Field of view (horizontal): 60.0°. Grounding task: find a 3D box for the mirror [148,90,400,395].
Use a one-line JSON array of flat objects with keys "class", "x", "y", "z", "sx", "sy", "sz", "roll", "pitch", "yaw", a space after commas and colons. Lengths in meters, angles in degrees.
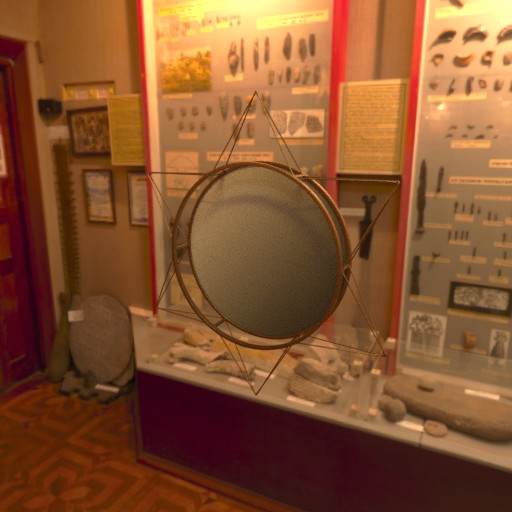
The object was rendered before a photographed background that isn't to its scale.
[{"class": "mirror", "x": 0.000, "y": 0.000, "z": 0.825, "sx": 0.498, "sy": 0.581, "sz": 0.062, "roll": 7, "pitch": 16, "yaw": 27}]
